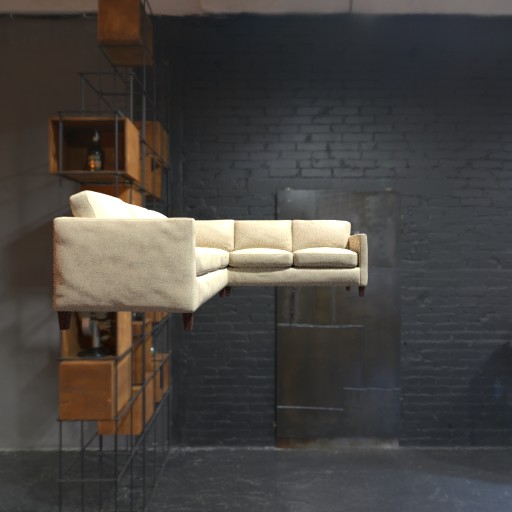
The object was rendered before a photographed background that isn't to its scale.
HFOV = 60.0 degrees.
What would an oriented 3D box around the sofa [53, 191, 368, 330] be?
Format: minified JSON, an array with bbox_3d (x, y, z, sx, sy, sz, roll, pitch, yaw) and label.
[{"bbox_3d":[0.000,0.000,4.410,2.593,0.947,3.302,0,0,1],"label":"sofa"}]
